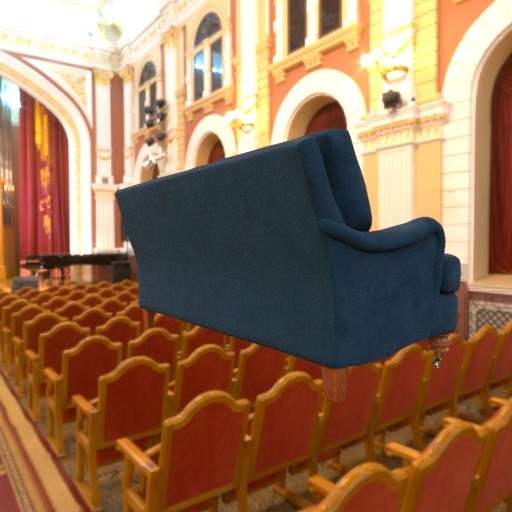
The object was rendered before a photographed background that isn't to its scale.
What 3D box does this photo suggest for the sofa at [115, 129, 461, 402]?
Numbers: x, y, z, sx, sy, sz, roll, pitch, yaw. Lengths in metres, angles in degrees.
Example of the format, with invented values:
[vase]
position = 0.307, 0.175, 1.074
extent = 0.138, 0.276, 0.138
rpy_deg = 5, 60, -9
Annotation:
[sofa]
position = 0.000, 0.000, 2.748
extent = 1.084, 1.101, 2.141
rpy_deg = -1, 2, -36
